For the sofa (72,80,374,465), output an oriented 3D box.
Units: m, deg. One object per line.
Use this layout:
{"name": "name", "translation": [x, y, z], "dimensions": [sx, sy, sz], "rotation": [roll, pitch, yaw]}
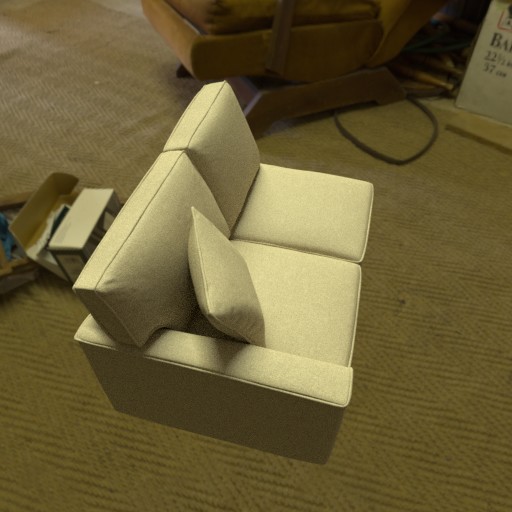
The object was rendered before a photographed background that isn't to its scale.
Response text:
{"name": "sofa", "translation": [0.000, 0.000, 2.034], "dimensions": [0.991, 0.989, 1.388], "rotation": [11, 48, 10]}
